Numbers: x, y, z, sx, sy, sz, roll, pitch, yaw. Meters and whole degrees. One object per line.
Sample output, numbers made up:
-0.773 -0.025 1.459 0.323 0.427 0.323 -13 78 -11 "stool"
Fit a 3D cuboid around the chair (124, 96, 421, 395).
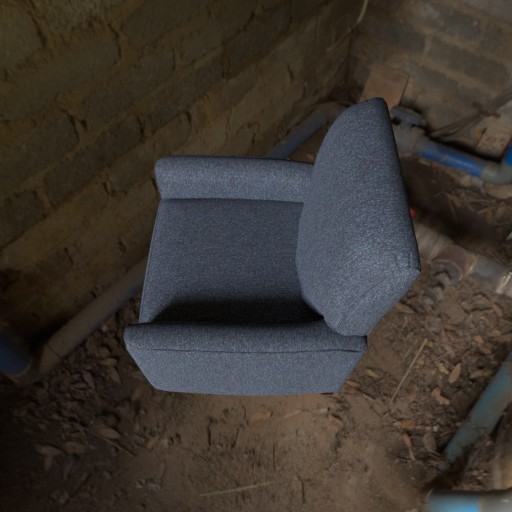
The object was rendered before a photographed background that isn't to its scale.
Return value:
0.000 0.000 1.647 0.850 1.016 0.839 1 58 0 "chair"
